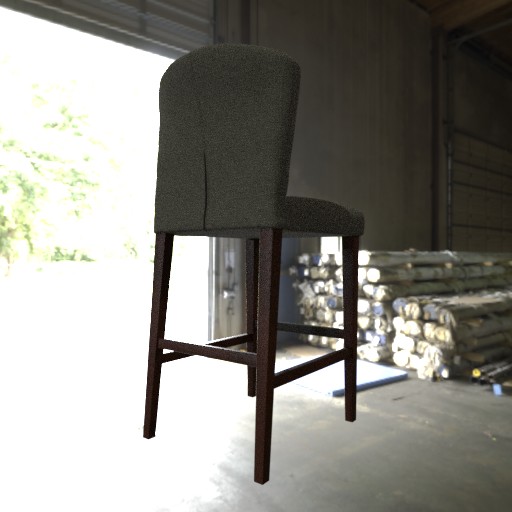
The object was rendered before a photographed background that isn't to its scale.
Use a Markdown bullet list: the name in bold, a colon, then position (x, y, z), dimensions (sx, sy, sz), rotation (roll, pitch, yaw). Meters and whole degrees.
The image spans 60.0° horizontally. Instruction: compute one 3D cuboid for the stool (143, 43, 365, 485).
- **stool**: position (0.000, 0.000, 1.367), dimensions (0.486, 1.069, 0.568), rotation (0, 0, 38)
